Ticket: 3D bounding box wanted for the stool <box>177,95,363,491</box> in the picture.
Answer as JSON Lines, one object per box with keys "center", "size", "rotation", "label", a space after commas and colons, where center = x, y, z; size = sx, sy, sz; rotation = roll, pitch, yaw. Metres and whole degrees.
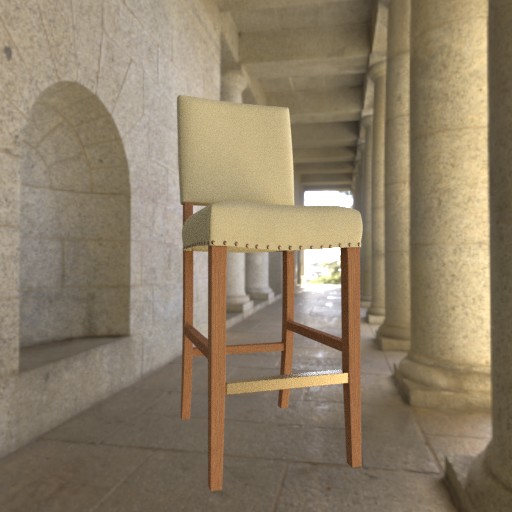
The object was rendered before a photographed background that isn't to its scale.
{"center": [0.000, 0.000, 1.430], "size": [0.445, 1.168, 0.584], "rotation": [0, -1, -18], "label": "stool"}
